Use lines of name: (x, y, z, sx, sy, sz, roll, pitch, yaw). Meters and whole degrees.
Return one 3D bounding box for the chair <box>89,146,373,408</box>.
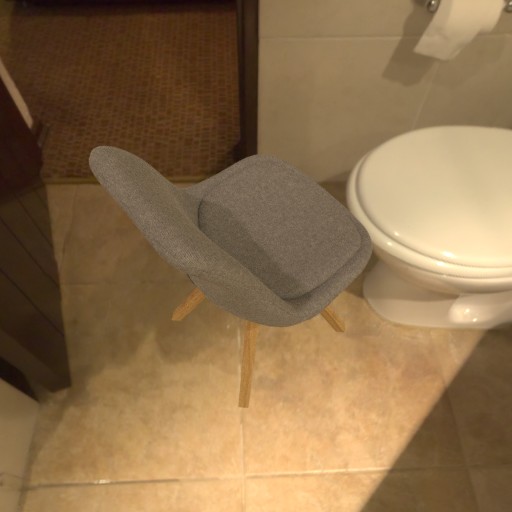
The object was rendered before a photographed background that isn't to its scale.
chair: (0.000, 0.000, 1.162, 0.550, 0.865, 0.483, -35, 64, -19)
